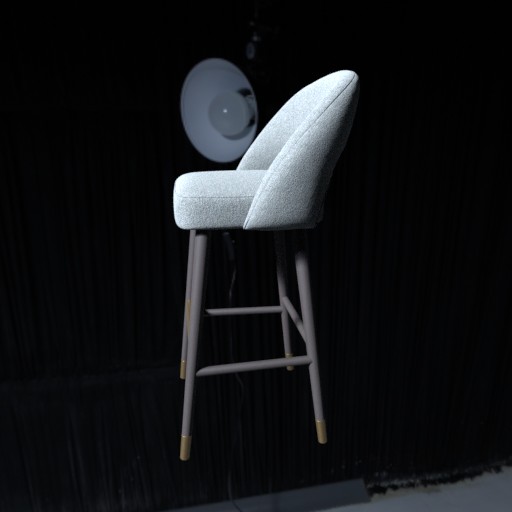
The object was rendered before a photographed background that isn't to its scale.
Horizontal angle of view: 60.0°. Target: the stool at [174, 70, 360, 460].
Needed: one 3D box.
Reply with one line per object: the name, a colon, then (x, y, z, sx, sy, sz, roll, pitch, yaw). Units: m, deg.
stool: (0.000, 0.000, 1.402, 0.524, 1.089, 0.536, -3, 17, -9)
